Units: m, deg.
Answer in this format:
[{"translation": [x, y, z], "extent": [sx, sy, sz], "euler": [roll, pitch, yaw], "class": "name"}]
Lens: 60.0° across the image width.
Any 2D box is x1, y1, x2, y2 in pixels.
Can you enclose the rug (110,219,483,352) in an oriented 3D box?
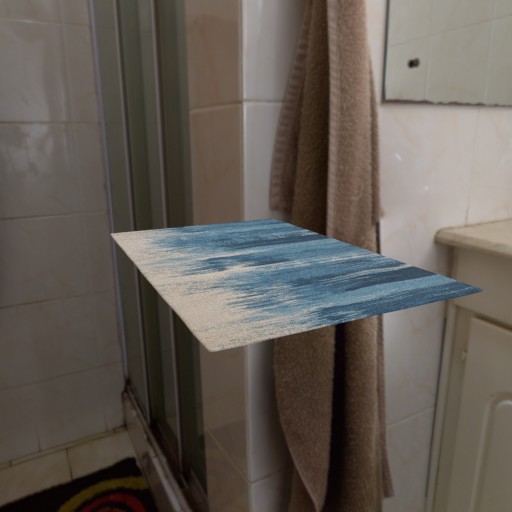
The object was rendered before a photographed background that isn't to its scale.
[{"translation": [0.000, 0.000, 2.376], "extent": [1.232, 0.009, 1.836], "euler": [-7, 17, -26], "class": "rug"}]
